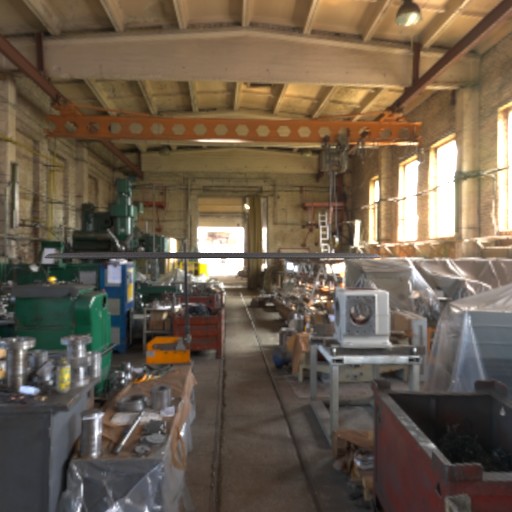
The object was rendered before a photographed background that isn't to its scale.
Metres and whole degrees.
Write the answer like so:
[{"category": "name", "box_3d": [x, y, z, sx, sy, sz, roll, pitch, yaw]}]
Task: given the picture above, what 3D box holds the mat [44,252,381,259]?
[{"category": "mat", "box_3d": [0.000, 0.000, 1.920, 1.525, 0.022, 0.917, 0, 0, -37]}]
